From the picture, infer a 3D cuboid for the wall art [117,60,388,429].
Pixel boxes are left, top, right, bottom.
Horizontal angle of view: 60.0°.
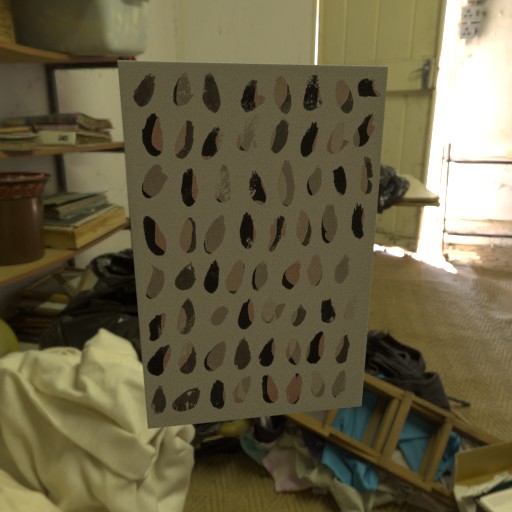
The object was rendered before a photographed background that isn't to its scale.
[{"bbox_3d":[0.000,0.000,0.480,0.252,0.381,0.039,-3,17,-9],"label":"wall art"}]
